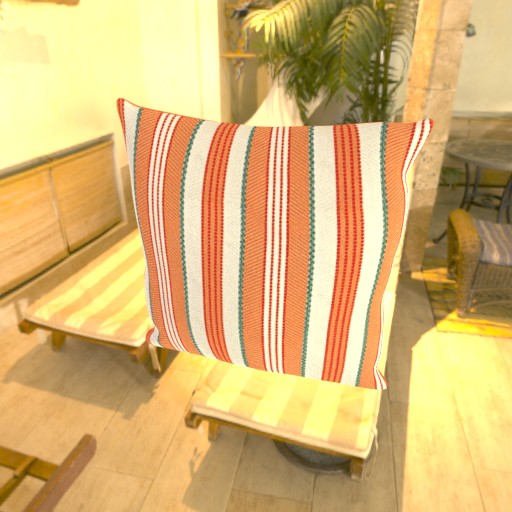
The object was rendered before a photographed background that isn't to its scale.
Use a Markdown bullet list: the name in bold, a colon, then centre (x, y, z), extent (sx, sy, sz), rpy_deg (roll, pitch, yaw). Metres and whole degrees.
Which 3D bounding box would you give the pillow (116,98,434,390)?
- **pillow**: centre (0.000, 0.000, 0.674), extent (0.440, 0.441, 0.182), rpy_deg (8, 28, 15)
